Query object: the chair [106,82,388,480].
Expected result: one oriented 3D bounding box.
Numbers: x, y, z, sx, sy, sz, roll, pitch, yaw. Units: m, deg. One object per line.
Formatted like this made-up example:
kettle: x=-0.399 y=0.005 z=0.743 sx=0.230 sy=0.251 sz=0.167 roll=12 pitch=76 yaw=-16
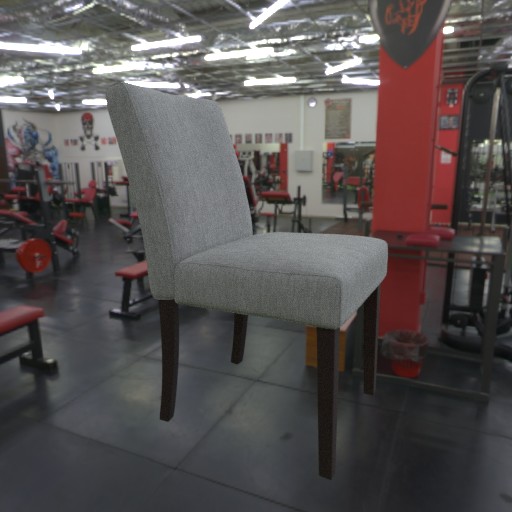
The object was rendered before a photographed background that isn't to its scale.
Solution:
chair: x=0.000 y=0.000 z=1.218 sx=0.629 sy=0.884 sz=0.487 roll=6 pitch=14 yaw=27
